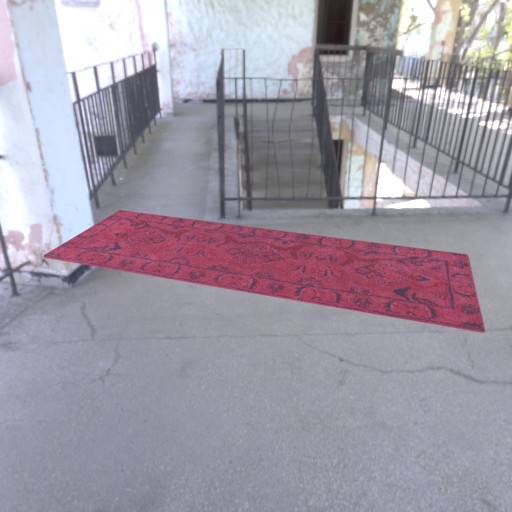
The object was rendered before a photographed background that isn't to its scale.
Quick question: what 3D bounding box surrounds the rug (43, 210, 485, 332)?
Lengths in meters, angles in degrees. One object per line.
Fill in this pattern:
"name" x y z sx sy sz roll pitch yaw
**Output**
"rug" 0.000 0.000 2.679 2.439 0.018 0.813 8 28 16
